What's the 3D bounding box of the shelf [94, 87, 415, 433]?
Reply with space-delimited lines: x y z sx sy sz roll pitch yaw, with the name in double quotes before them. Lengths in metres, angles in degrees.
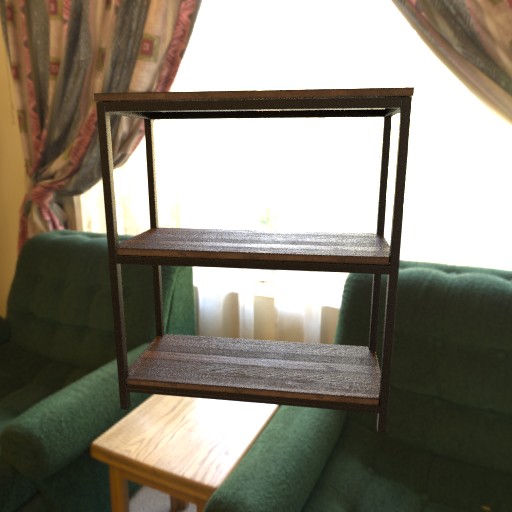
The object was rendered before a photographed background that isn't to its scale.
"shelf" 0.000 0.000 1.402 0.822 0.947 0.352 2 14 8
